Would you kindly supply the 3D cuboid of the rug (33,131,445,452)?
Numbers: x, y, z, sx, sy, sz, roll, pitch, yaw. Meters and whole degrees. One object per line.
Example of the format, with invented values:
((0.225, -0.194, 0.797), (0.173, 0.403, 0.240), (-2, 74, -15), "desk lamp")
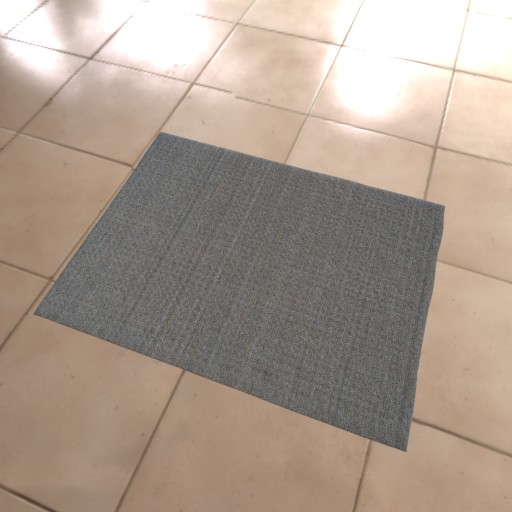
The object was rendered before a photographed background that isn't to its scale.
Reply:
((0.000, 0.000, 4.122), (3.200, 0.007, 2.443), (17, 59, 11), "rug")
